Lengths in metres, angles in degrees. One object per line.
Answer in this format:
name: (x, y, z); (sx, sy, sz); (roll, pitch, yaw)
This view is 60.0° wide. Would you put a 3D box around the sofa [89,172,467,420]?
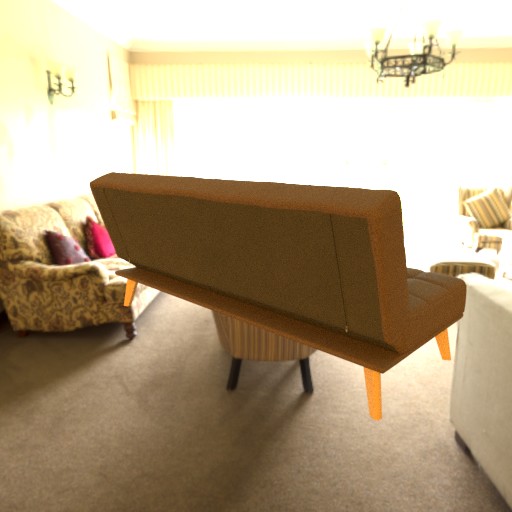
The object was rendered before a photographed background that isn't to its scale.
sofa: (0.000, 0.000, 2.252); (1.800, 0.810, 0.860); (13, 18, 43)
